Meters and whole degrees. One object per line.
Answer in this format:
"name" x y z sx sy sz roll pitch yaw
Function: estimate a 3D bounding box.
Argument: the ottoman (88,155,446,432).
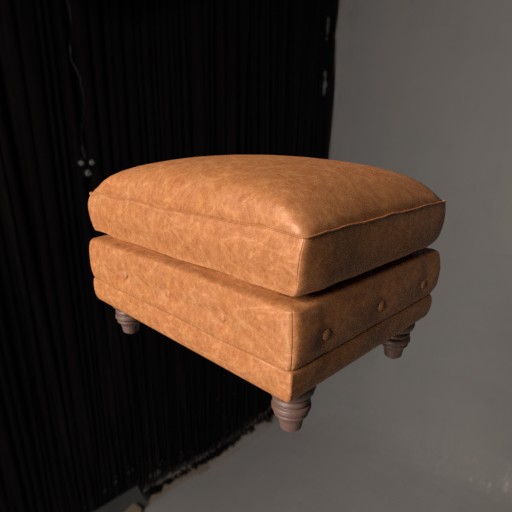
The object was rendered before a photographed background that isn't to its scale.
"ottoman" 0.000 0.000 1.089 0.710 0.480 0.533 15 22 43
